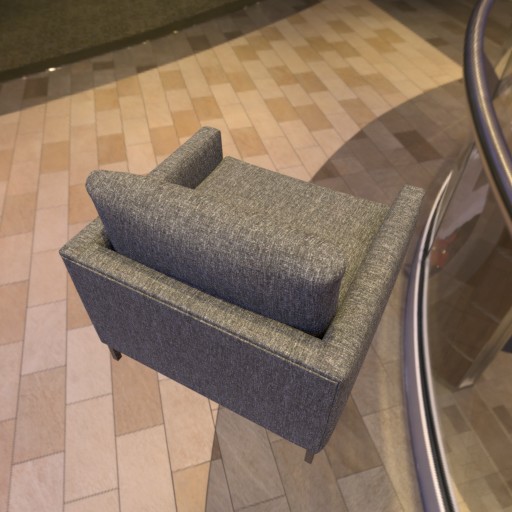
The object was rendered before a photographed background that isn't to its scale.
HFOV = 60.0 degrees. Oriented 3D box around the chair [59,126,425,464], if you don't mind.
[{"bbox_3d":[0.000,0.000,1.606,0.963,0.861,0.866,21,50,19],"label":"chair"}]
